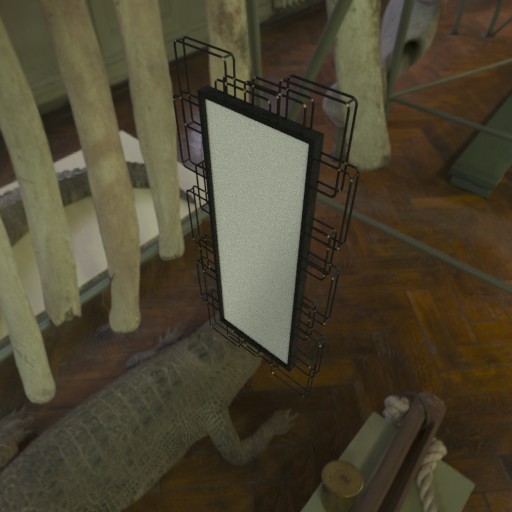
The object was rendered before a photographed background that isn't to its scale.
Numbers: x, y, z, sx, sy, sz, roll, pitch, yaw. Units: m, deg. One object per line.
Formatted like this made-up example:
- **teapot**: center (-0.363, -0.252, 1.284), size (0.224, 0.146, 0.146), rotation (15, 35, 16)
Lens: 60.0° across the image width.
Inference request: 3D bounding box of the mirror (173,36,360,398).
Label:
- **mirror**: center (0.000, 0.000, 1.388), size (0.565, 1.192, 0.037), rotation (32, 54, 27)
